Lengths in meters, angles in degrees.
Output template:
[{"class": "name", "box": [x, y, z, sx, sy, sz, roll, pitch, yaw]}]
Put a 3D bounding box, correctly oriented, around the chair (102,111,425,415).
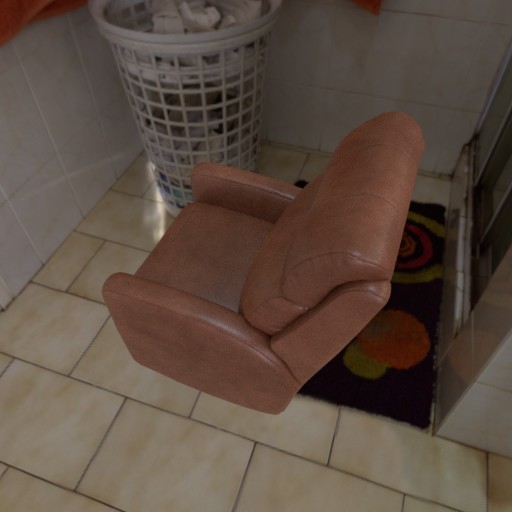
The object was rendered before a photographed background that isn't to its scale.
[{"class": "chair", "box": [0.000, 0.000, 1.664, 0.939, 1.016, 0.787, 16, 51, 14]}]
